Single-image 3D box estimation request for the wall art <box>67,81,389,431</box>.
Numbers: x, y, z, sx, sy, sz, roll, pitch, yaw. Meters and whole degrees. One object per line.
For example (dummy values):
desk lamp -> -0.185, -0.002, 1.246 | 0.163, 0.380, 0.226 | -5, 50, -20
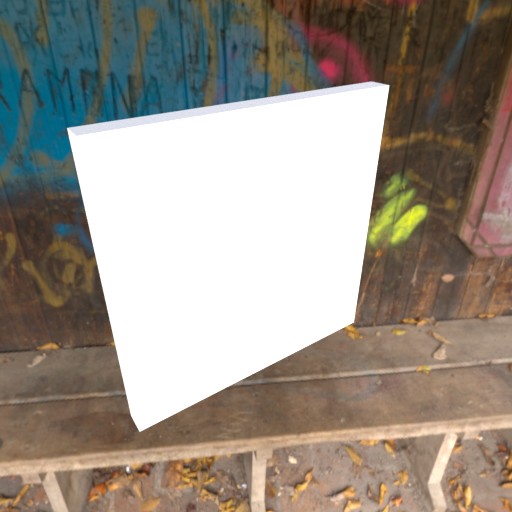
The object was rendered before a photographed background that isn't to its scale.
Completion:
wall art -> 0.000, 0.000, 0.530 | 0.355, 0.355, 0.027 | -20, 37, -29
